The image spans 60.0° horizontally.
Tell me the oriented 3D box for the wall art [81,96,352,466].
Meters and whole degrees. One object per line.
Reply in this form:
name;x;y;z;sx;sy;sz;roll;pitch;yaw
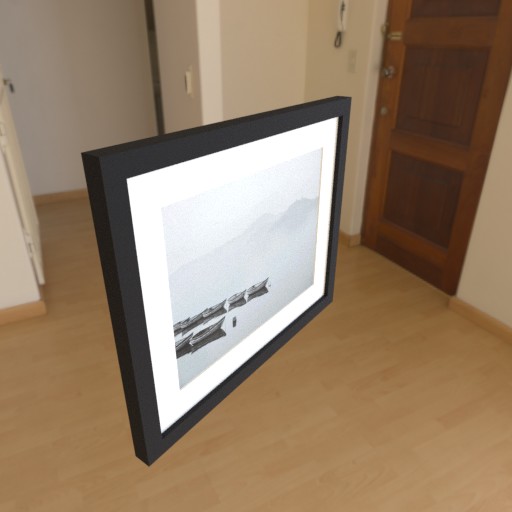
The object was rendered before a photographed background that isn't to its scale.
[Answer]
wall art;0.000;0.000;0.746;0.030;0.454;0.554;19;33;33
